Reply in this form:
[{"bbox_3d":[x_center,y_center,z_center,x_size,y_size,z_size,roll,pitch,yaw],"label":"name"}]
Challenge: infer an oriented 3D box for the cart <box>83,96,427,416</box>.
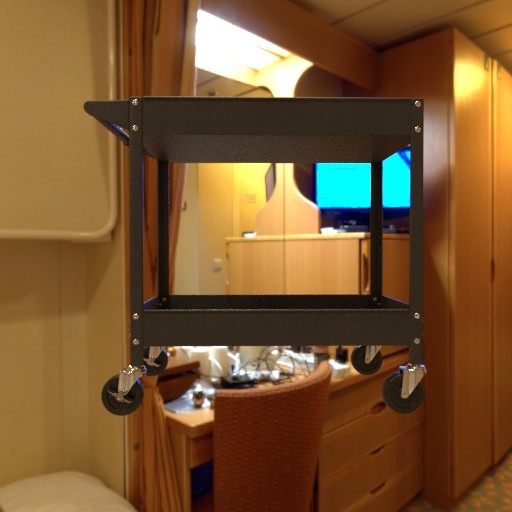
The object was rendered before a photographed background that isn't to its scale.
[{"bbox_3d":[0.000,0.000,1.163,0.779,0.719,0.366,0,1,-1],"label":"cart"}]
